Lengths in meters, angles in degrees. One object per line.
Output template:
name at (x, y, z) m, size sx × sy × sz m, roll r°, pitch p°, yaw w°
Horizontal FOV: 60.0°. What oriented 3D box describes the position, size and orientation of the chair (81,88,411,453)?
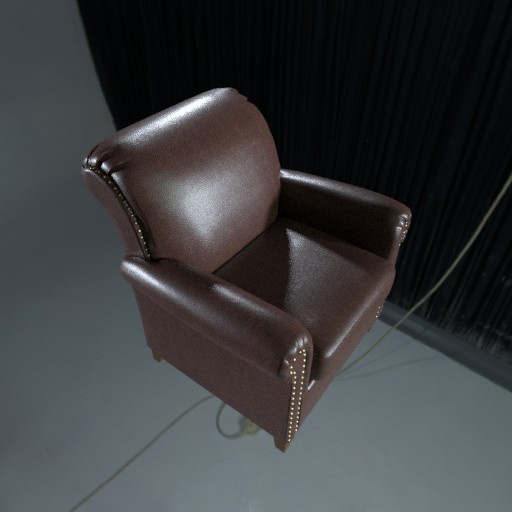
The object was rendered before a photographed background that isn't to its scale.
chair at (0.000, 0.000, 1.608) m, size 0.890 × 0.927 × 0.854 m, roll 26°, pitch 47°, yaw 27°
